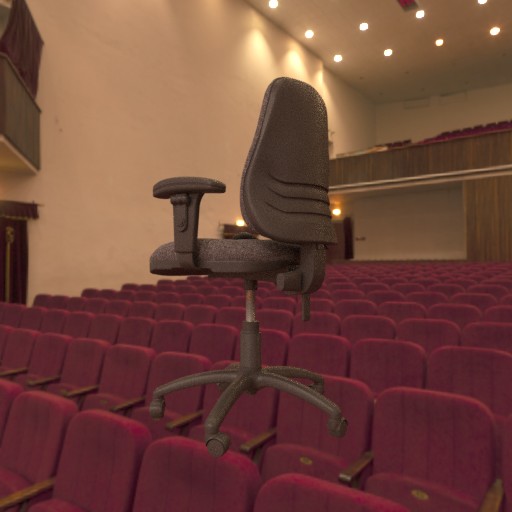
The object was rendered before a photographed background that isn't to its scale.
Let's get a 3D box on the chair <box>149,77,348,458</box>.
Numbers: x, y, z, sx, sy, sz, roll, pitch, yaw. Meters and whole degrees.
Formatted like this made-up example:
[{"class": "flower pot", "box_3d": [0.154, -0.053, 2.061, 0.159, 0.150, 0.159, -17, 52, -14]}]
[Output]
[{"class": "chair", "box_3d": [0.000, 0.000, 1.260, 0.530, 0.910, 0.550, -1, -1, 37]}]
